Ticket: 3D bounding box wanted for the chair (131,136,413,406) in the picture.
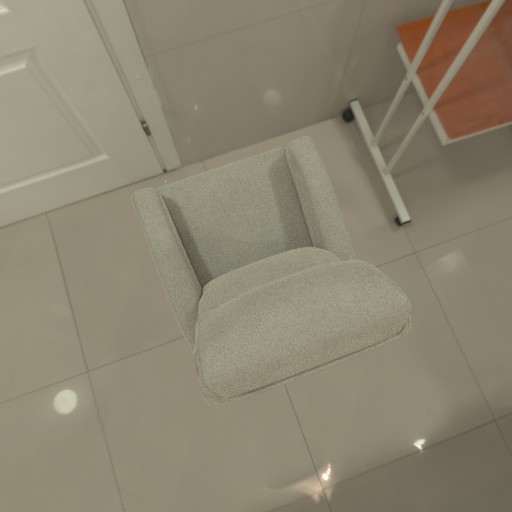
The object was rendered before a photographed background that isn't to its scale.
[{"bbox_3d":[0.000,0.000,1.722,0.794,1.021,0.940,-20,76,-5],"label":"chair"}]
